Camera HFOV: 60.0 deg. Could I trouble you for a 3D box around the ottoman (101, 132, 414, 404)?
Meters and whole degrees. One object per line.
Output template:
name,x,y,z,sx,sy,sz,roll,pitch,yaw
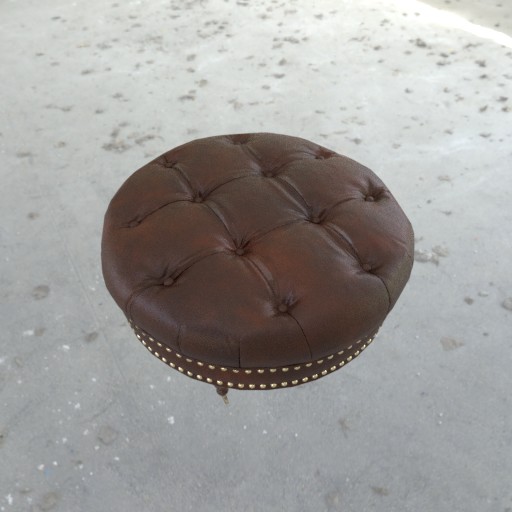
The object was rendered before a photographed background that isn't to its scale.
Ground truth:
ottoman,0.000,0.000,1.377,0.901,0.455,0.901,0,46,0
